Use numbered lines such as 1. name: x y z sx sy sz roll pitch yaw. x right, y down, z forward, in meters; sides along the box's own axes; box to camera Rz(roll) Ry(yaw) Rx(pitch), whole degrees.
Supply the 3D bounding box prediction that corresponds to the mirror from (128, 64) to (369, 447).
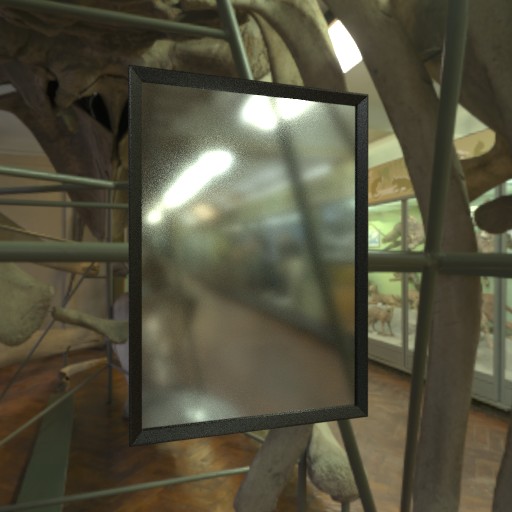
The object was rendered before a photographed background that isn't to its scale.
1. mirror: 0.000 0.000 0.918 0.507 0.710 0.039 0 0 -18
